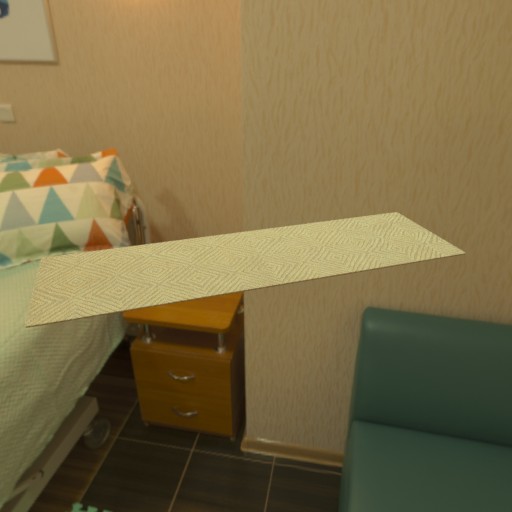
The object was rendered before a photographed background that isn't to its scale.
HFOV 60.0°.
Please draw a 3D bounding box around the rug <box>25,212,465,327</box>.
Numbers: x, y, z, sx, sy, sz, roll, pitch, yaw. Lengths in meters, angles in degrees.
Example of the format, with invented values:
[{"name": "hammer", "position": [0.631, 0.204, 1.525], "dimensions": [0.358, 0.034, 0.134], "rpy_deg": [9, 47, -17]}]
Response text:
[{"name": "rug", "position": [0.000, 0.000, 2.474], "dimensions": [2.277, 0.008, 0.676], "rpy_deg": [-8, 28, -16]}]
